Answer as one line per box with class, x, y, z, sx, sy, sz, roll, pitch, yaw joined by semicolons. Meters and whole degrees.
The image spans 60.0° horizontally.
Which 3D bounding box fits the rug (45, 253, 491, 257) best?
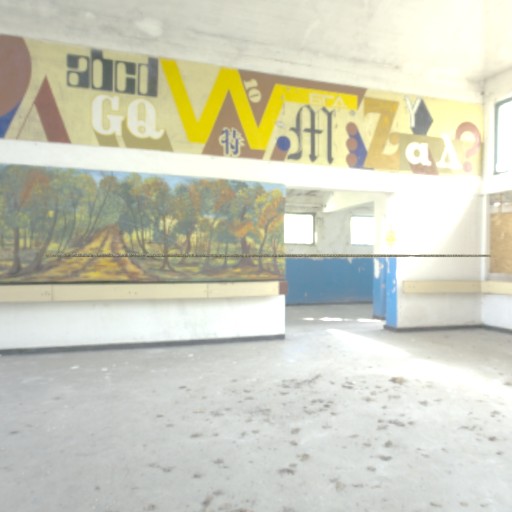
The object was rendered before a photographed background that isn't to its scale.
rug;0.000;0.000;2.297;1.824;0.010;1.240;0;0;-17
